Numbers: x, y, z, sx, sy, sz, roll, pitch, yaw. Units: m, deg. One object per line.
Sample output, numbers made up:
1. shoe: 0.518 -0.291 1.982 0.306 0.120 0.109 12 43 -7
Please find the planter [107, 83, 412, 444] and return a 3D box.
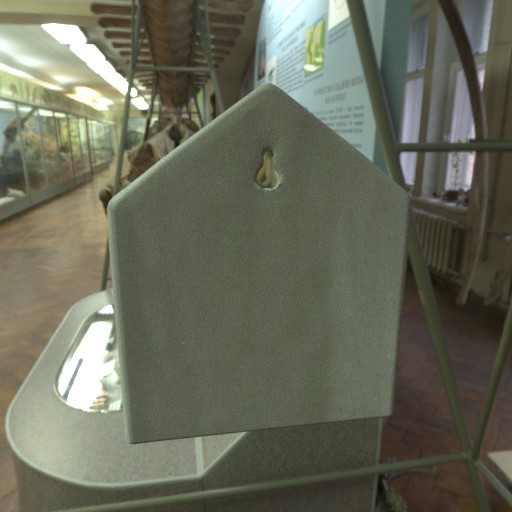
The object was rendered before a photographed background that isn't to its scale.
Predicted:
1. planter: 0.000 0.000 0.276 0.163 0.194 0.080 -2 15 -9
